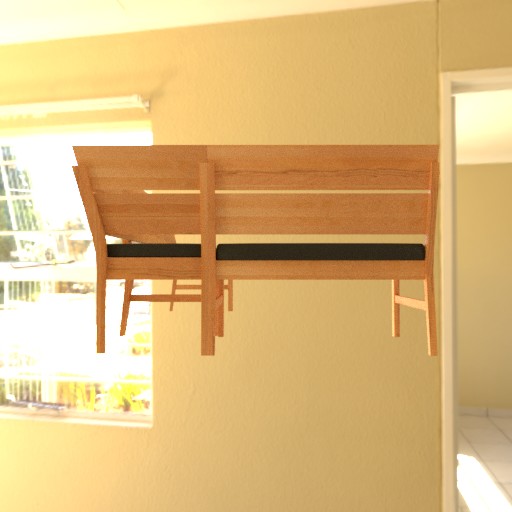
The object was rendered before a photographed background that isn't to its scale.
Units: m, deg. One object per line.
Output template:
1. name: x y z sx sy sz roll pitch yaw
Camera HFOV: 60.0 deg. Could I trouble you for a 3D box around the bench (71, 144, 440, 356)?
1. bench: 0.000 0.000 2.823 1.548 0.890 1.948 0 -1 0
